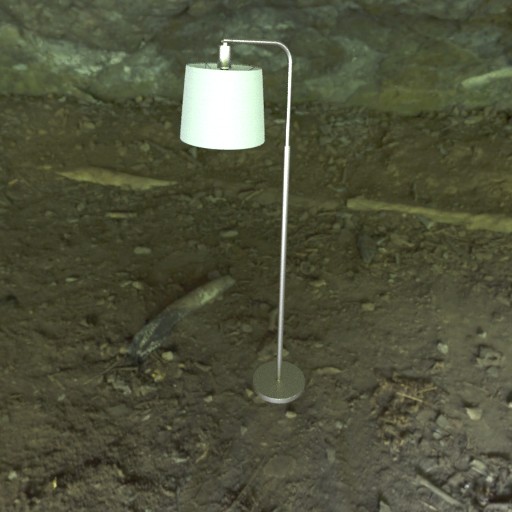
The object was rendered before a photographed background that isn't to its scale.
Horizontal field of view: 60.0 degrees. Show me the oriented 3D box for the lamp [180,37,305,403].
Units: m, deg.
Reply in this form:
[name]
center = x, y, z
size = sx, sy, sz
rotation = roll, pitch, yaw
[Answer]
[lamp]
center = 0.000, 0.000, 1.656
size = 0.508, 1.478, 0.254
rotation = -20, 35, -30
